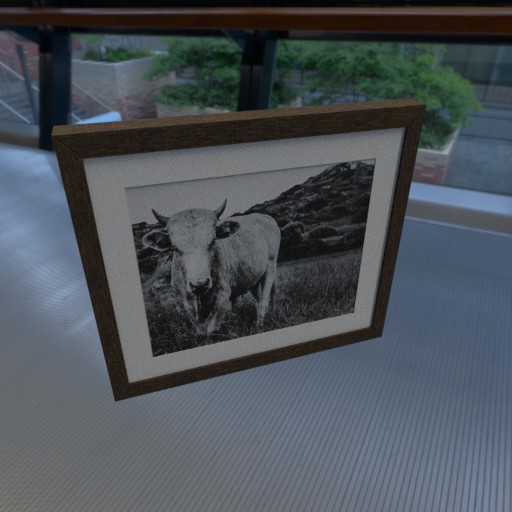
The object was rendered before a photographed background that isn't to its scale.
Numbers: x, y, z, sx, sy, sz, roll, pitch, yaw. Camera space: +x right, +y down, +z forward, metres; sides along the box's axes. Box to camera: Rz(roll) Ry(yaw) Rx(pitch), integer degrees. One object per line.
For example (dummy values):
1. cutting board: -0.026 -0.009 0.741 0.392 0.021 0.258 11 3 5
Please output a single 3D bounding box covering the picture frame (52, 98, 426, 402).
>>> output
1. picture frame: 0.000 0.000 0.528 0.378 0.330 0.033 -10 32 -16
